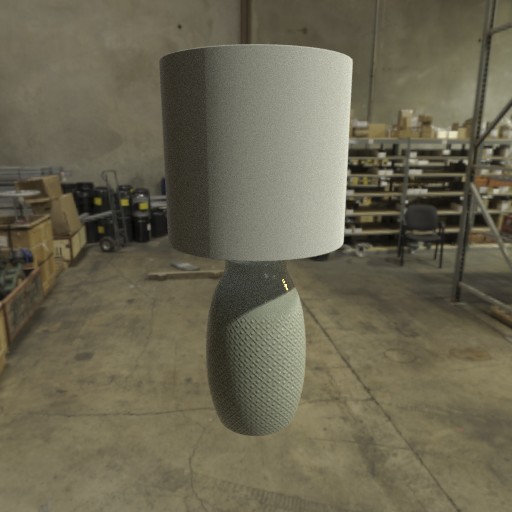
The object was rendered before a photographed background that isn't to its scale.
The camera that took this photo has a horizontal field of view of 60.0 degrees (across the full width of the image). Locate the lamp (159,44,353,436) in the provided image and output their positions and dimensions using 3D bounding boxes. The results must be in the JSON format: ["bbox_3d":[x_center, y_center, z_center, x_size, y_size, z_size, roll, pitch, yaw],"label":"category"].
[{"bbox_3d":[0.000,0.000,0.563,0.217,0.453,0.217,-2,15,-9],"label":"lamp"}]
